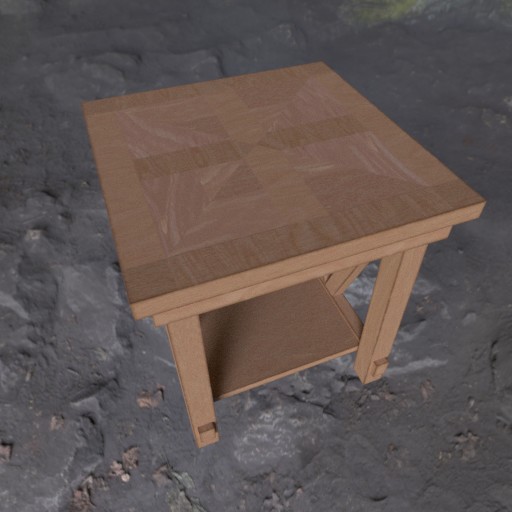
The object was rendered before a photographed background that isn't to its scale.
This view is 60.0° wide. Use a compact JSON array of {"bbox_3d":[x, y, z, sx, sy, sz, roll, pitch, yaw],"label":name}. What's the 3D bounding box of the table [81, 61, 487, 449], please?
[{"bbox_3d":[0.000,0.000,1.109,0.610,0.638,0.612,-16,48,-15],"label":"table"}]
